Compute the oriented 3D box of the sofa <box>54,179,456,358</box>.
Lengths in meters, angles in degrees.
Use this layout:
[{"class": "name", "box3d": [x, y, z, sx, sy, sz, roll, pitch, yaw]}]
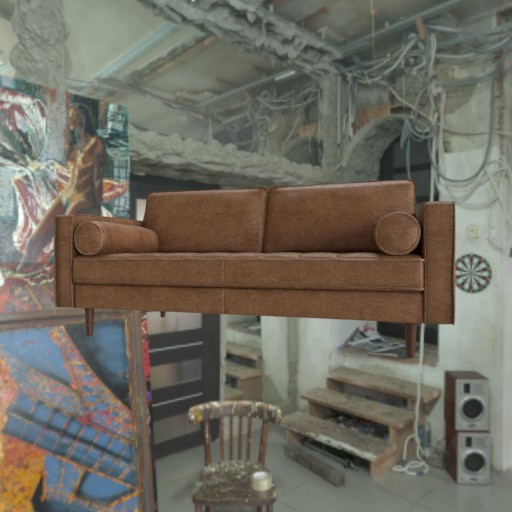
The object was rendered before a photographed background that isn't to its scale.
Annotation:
[{"class": "sofa", "box3d": [0.000, 0.000, 2.395, 1.920, 0.825, 0.924, 0, 0, 18]}]
